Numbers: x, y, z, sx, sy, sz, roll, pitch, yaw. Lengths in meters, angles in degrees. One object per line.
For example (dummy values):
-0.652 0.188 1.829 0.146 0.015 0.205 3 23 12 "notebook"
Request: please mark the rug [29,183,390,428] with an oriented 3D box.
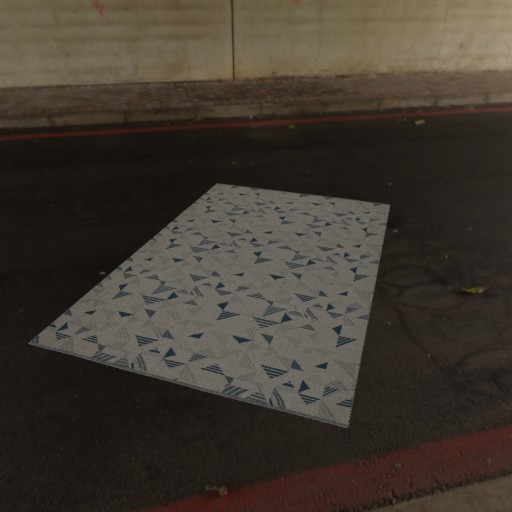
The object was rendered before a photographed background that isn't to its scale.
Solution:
0.000 0.000 2.265 1.206 0.003 1.835 9 31 16 "rug"
